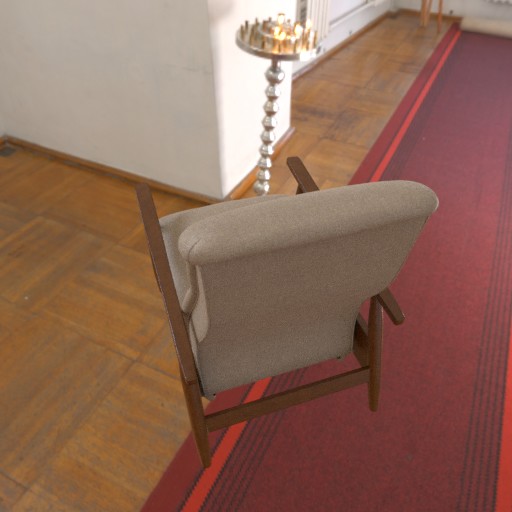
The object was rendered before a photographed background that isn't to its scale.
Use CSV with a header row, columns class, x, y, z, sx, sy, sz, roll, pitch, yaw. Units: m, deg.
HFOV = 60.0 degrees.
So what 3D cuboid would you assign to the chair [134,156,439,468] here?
class,x,y,z,sx,sy,sz,roll,pitch,yaw
chair,0.000,0.000,1.694,0.762,1.082,1.030,-13,44,-14
